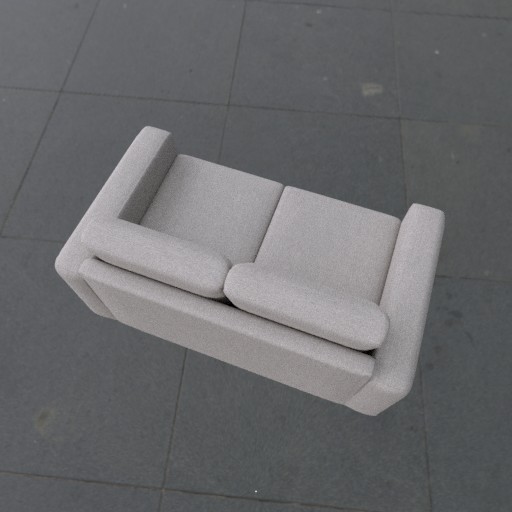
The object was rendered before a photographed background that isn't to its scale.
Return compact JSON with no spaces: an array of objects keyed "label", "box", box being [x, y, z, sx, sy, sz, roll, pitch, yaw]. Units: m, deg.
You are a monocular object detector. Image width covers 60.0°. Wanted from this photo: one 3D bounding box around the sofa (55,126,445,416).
[{"label":"sofa","box":[0.000,0.000,2.090,1.540,0.800,0.900,18,64,9]}]
